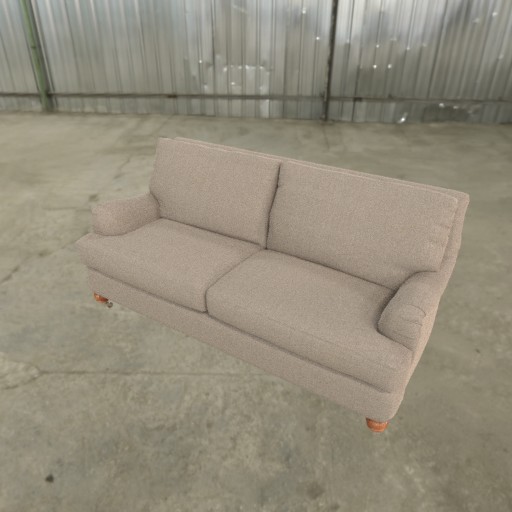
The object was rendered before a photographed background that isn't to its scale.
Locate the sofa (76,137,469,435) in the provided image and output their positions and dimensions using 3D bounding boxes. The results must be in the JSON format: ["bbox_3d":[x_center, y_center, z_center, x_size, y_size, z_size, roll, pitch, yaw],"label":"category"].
[{"bbox_3d":[0.000,0.000,2.738,2.160,1.054,1.087,18,35,27],"label":"sofa"}]
